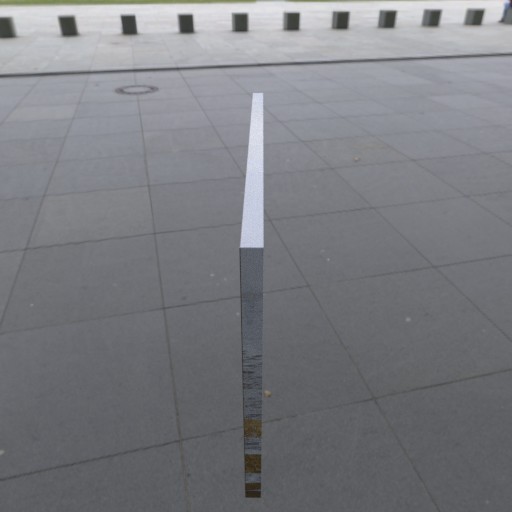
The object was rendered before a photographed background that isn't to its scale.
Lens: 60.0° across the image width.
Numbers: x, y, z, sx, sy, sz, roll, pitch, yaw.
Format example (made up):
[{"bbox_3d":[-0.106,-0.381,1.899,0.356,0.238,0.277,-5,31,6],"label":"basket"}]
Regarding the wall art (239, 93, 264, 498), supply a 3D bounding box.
[{"bbox_3d":[0.000,0.000,1.430,0.041,0.762,1.145,0,32,1],"label":"wall art"}]
